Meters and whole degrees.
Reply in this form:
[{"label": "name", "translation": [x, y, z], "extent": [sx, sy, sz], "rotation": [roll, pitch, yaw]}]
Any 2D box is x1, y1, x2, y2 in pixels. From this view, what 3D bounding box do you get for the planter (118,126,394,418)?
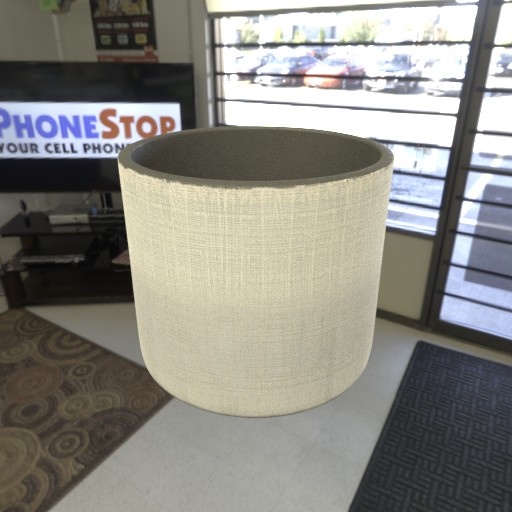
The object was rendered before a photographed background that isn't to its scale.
[{"label": "planter", "translation": [0.000, 0.000, 0.410], "extent": [0.226, 0.201, 0.226], "rotation": [0, 25, 0]}]
